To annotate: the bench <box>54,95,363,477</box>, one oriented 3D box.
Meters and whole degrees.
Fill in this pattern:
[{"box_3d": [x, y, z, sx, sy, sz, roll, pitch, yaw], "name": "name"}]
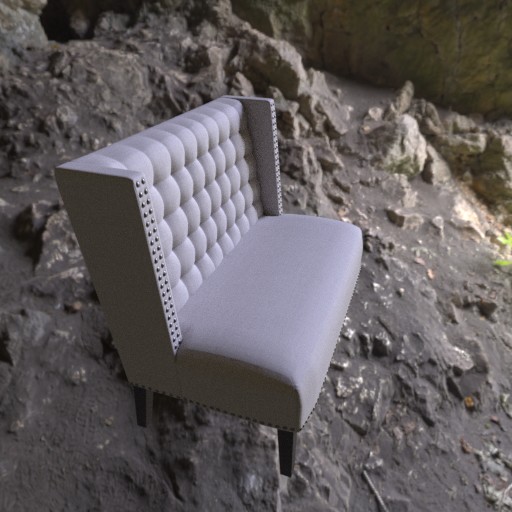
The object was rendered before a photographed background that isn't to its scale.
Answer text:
[{"box_3d": [0.000, 0.000, 1.993, 0.847, 1.123, 1.280, 11, 32, 18], "name": "bench"}]
